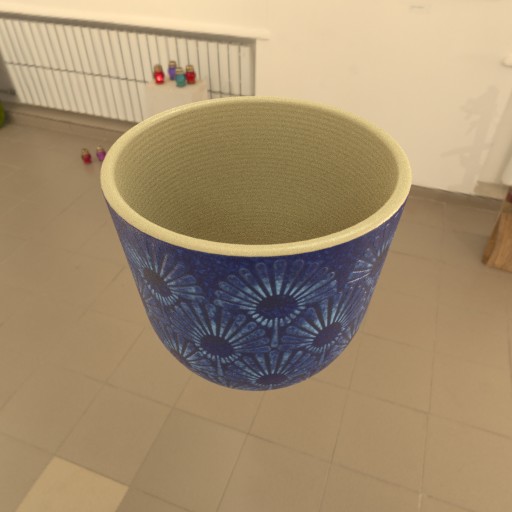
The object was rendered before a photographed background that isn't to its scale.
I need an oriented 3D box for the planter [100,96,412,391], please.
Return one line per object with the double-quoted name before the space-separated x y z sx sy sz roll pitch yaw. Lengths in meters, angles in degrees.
"planter" 0.000 0.000 0.298 0.170 0.153 0.170 0 41 0
